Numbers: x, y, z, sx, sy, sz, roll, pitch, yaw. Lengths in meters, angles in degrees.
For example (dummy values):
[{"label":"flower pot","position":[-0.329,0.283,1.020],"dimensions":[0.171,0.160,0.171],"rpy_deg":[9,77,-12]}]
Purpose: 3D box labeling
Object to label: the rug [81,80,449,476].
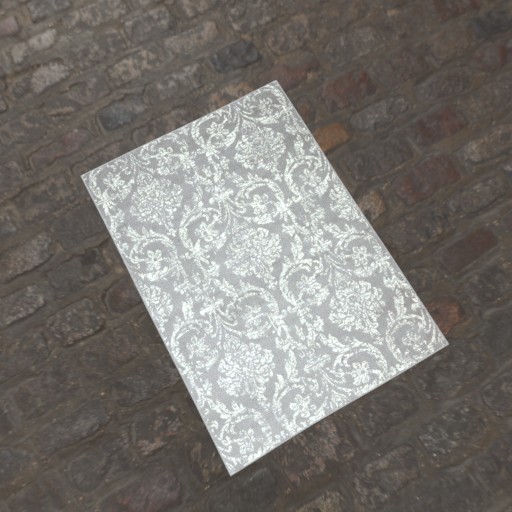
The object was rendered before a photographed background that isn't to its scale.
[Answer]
[{"label":"rug","position":[0.000,0.000,2.957],"dimensions":[1.578,0.014,2.206],"rpy_deg":[-28,78,-7]}]
